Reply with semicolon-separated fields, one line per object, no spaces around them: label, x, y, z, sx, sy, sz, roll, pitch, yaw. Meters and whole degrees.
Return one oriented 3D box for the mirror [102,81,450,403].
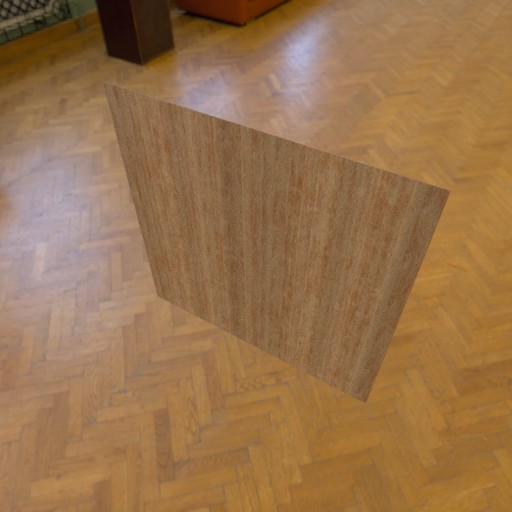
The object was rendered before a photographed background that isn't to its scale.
mirror;0.000;0.000;0.973;0.651;0.651;0.047;23;51;21
